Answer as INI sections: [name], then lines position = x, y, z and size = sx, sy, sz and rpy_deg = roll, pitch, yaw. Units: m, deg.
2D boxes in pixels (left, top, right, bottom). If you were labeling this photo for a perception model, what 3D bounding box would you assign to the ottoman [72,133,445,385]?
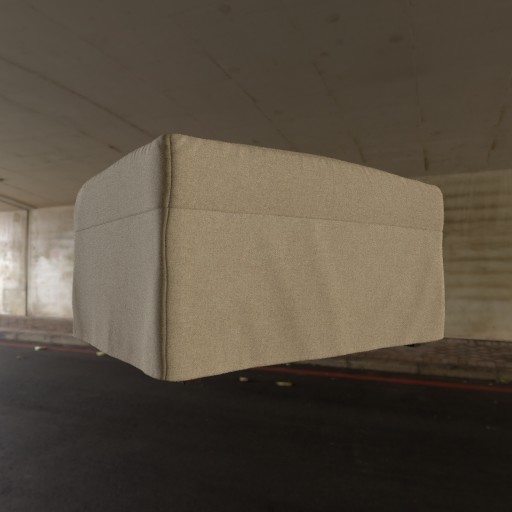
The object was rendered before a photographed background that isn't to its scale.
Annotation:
[ottoman]
position = 0.000, 0.000, 1.231
size = 0.833, 0.485, 0.650
rpy_deg = 1, -2, -35
